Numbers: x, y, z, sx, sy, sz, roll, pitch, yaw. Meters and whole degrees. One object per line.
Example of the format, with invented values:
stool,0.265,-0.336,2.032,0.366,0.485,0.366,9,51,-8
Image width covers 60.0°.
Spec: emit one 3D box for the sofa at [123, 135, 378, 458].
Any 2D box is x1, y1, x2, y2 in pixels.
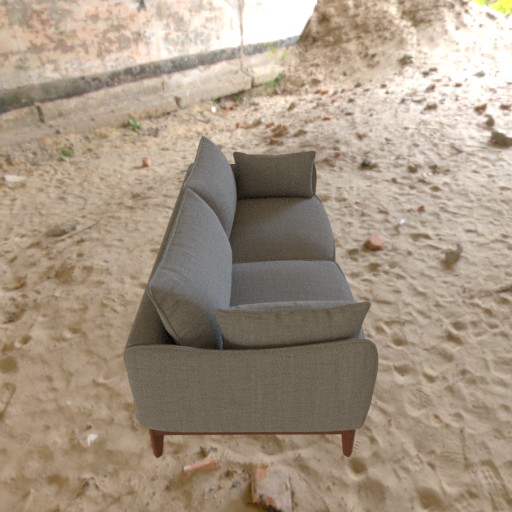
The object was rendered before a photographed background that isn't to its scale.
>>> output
sofa,0.000,0.000,2.476,0.972,0.851,1.989,0,32,0
